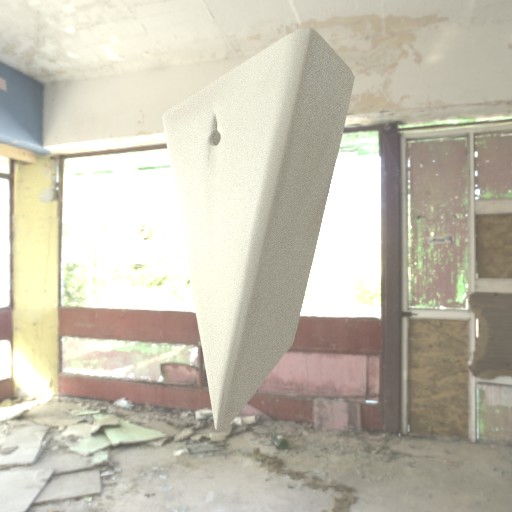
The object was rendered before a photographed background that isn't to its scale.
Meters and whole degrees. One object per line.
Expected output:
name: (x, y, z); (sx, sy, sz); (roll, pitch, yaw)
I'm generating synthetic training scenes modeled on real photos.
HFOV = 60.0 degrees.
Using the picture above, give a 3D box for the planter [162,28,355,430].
planter: (0.000, 0.000, 0.266); (0.060, 0.197, 0.150); (1, -1, -37)
